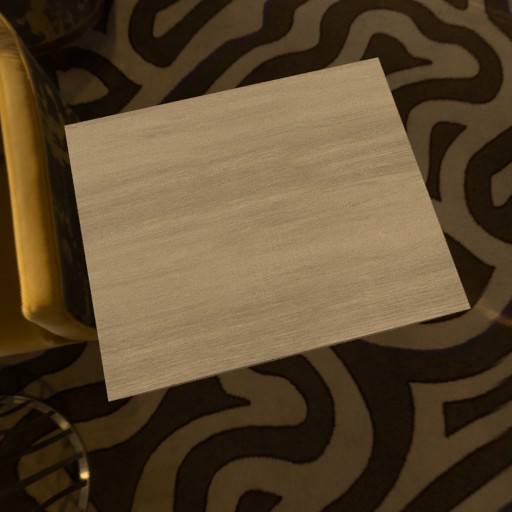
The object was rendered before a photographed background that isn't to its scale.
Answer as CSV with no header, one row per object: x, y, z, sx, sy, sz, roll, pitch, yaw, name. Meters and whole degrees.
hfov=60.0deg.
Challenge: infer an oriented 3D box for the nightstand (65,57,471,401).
0.000,0.000,0.820,0.450,0.500,0.380,-14,76,-3,nightstand
